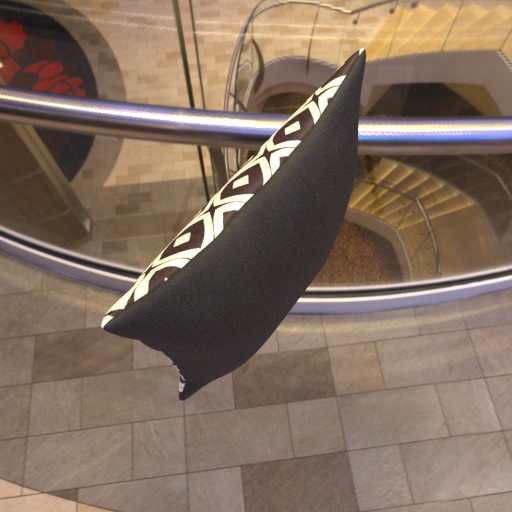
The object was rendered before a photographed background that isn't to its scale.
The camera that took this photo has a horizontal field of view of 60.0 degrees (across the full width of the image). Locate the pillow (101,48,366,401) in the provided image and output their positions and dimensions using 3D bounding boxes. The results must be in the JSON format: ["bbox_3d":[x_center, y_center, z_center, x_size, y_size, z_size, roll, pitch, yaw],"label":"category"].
[{"bbox_3d":[0.000,0.000,0.745,0.188,0.494,0.504,34,68,16],"label":"pillow"}]
